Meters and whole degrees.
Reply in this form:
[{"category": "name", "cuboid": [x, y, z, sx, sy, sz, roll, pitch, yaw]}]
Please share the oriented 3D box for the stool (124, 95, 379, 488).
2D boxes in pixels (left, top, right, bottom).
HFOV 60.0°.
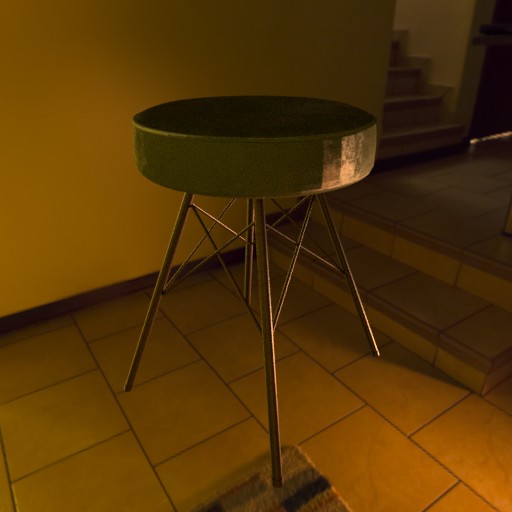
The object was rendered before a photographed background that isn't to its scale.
[{"category": "stool", "cuboid": [0.000, 0.000, 0.912, 0.430, 0.595, 0.457, 18, 31, 32]}]
